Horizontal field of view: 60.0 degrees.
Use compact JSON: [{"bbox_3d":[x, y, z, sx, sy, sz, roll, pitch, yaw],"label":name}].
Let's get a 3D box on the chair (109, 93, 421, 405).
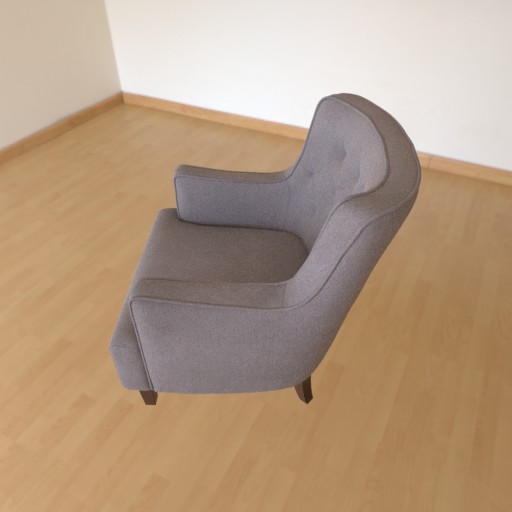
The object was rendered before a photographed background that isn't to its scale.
[{"bbox_3d":[0.000,0.000,1.577,0.910,0.919,0.781,2,41,2],"label":"chair"}]
